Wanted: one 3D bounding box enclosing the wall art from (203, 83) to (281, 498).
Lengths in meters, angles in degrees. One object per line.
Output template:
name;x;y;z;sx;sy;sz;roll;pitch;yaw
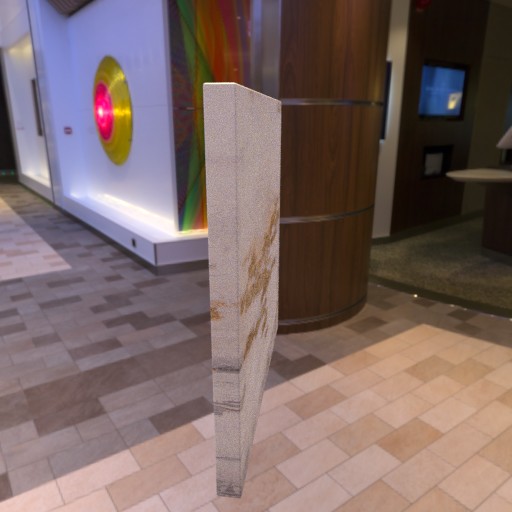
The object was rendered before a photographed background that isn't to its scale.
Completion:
wall art;0.000;0.000;0.899;0.040;0.613;0.611;2;17;8
